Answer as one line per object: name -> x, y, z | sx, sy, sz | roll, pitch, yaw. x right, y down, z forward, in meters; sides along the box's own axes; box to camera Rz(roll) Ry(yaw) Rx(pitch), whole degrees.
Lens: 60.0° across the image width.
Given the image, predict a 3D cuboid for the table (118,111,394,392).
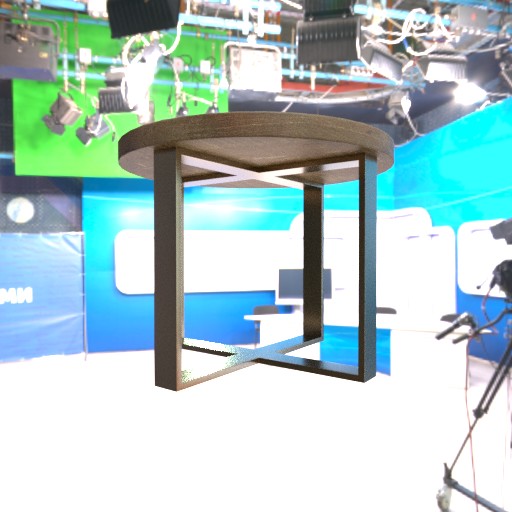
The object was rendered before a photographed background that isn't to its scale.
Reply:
table -> 0.000, 0.000, 0.939 | 0.557, 0.437, 0.557 | 0, 1, 0
